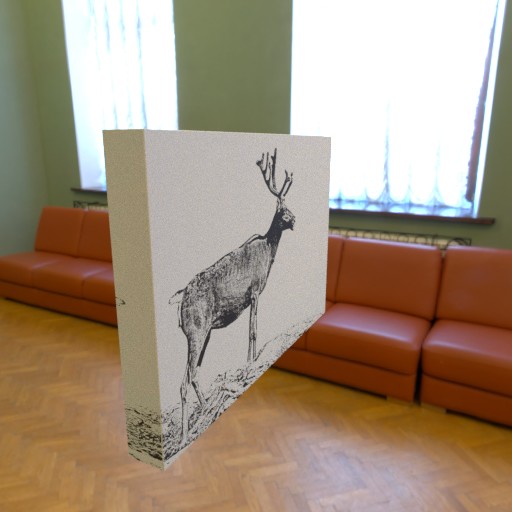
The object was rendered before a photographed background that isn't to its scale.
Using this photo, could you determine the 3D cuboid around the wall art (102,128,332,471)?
[{"bbox_3d":[0.000,0.000,0.488,0.038,0.259,0.381,7,16,27],"label":"wall art"}]
